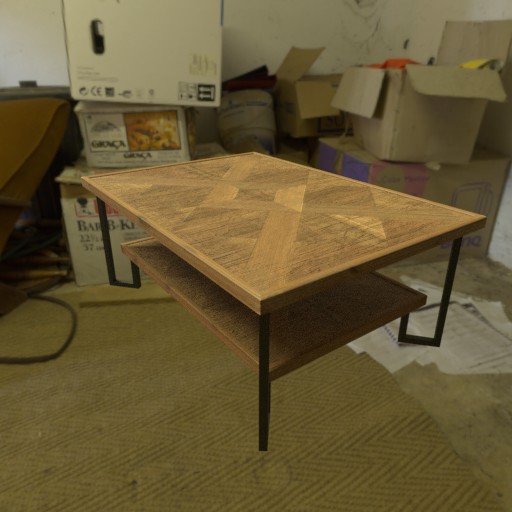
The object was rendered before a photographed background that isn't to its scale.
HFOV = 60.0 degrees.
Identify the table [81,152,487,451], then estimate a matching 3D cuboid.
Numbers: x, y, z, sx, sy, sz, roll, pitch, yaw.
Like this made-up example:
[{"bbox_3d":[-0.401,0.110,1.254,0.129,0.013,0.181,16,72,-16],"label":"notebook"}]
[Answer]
[{"bbox_3d":[0.000,0.000,1.696,0.877,0.492,1.238,-17,29,-32],"label":"table"}]
